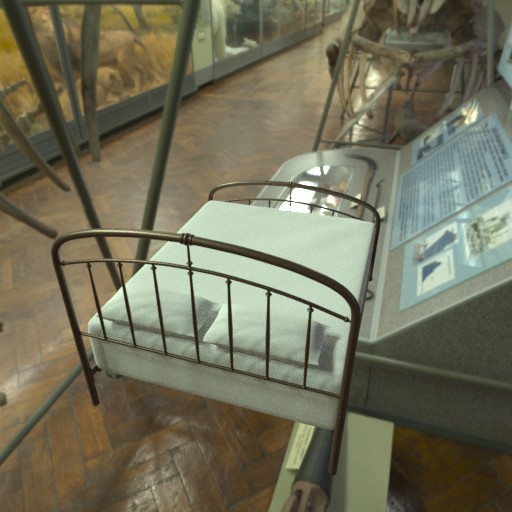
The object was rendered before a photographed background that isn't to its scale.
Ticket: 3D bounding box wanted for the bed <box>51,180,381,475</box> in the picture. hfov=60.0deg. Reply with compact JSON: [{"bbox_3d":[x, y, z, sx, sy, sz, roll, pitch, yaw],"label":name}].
[{"bbox_3d":[0.000,0.000,3.326,1.711,1.475,2.168,10,33,15],"label":"bed"}]
